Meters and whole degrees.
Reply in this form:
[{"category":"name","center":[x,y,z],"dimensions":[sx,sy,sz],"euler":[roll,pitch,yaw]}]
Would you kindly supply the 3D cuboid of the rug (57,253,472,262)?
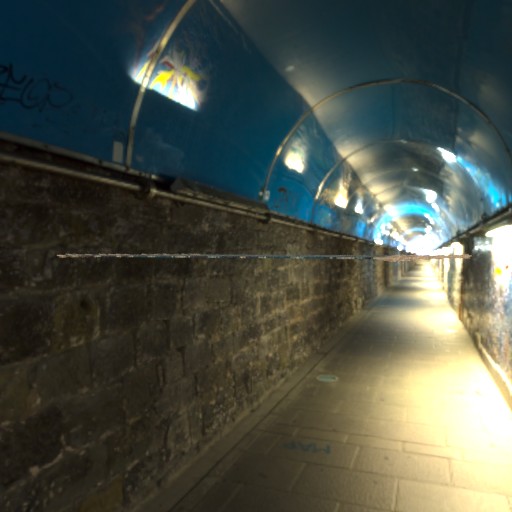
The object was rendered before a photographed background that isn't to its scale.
[{"category":"rug","center":[0.000,0.000,2.404],"dimensions":[1.936,0.028,1.181],"euler":[0,1,36]}]
